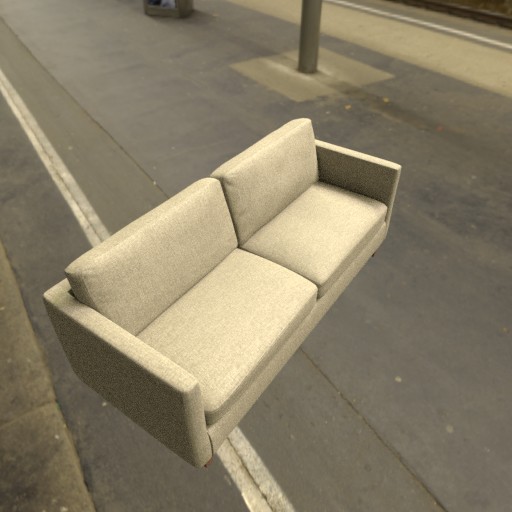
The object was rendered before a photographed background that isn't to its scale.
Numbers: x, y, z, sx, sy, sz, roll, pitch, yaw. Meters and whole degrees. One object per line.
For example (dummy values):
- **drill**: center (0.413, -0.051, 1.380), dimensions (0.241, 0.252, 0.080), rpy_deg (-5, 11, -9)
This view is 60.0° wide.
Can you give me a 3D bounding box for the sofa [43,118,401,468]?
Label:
- **sofa**: center (0.000, 0.000, 2.718), dimensions (0.956, 0.960, 2.208), rpy_deg (25, 46, 26)
